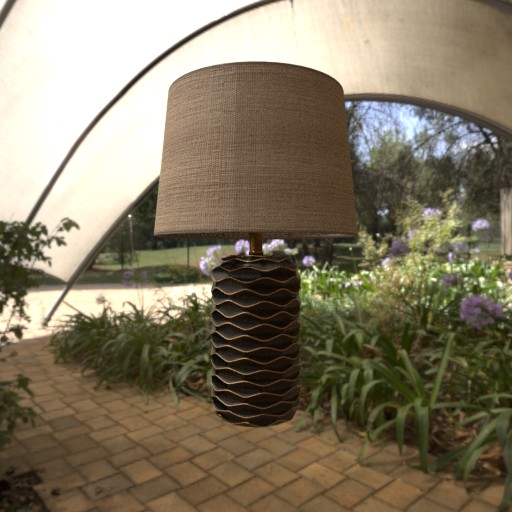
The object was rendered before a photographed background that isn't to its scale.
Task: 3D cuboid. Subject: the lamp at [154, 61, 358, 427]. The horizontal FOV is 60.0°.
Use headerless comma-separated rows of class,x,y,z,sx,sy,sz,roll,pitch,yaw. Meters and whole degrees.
lamp,0.000,0.000,0.837,0.376,0.594,0.376,0,1,0
